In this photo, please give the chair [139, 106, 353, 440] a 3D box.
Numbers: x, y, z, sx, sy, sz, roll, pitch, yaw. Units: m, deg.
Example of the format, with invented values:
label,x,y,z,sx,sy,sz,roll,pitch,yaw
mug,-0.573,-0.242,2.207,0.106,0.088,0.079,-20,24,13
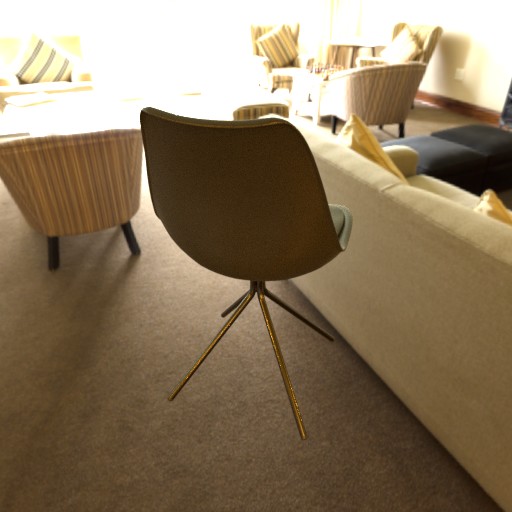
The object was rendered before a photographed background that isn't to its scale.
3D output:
label,x,y,z,sx,sy,sz,roll,pitch,yaw
chair,0.000,0.000,1.160,0.461,0.850,0.525,10,33,16
